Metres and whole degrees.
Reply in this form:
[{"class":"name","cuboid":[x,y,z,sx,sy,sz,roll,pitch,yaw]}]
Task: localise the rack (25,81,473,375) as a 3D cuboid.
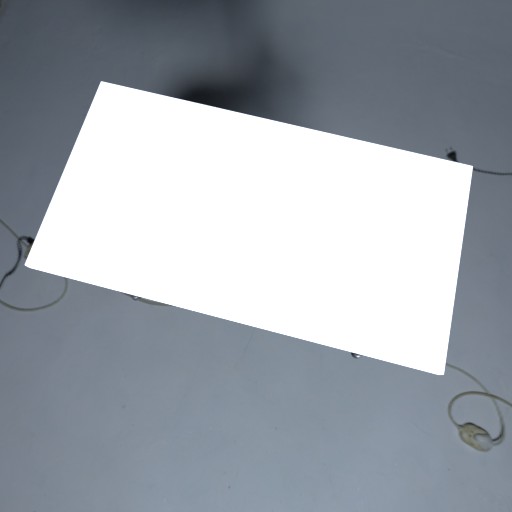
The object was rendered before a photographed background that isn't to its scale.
[{"class":"rack","cuboid":[0.000,0.000,1.683,1.159,0.880,0.613,14,75,4]}]
